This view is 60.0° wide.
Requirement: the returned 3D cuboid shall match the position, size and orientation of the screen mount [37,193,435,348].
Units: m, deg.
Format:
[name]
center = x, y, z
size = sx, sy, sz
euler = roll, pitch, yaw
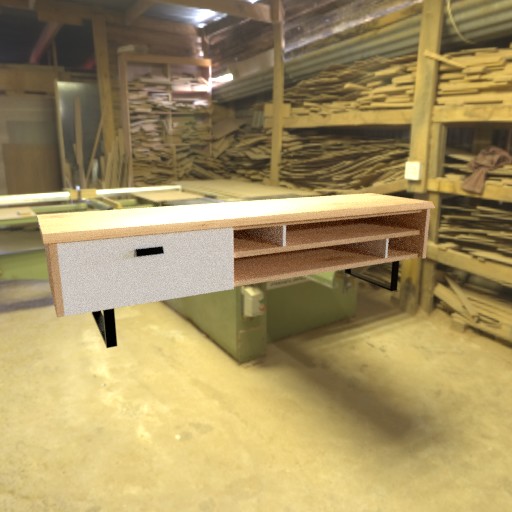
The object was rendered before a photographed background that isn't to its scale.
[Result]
[screen mount]
center = 0.000, 0.000, 1.976
size = 1.700, 0.430, 0.450
euler = -7, 16, -27
